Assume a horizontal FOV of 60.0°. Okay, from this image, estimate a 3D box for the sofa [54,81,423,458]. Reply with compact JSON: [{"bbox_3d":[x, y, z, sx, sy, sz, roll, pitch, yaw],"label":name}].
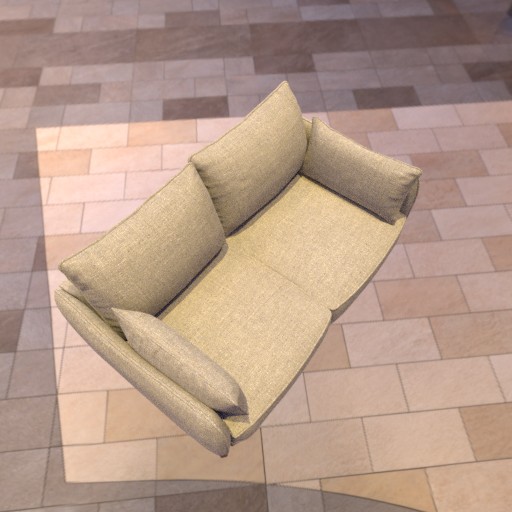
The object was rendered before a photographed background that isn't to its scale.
[{"bbox_3d":[0.000,0.000,2.121,0.972,0.851,1.580,34,64,19],"label":"sofa"}]
